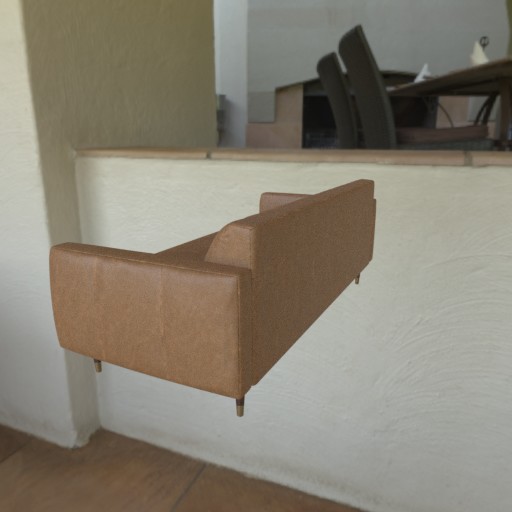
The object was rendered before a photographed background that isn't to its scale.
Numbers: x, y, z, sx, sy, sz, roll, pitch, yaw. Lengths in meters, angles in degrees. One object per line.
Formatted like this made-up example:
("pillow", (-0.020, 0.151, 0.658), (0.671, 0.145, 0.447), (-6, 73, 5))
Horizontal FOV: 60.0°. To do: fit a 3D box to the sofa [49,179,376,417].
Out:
("sofa", (0.000, 0.000, 2.748), (0.990, 0.821, 2.291), (7, 17, 26))
